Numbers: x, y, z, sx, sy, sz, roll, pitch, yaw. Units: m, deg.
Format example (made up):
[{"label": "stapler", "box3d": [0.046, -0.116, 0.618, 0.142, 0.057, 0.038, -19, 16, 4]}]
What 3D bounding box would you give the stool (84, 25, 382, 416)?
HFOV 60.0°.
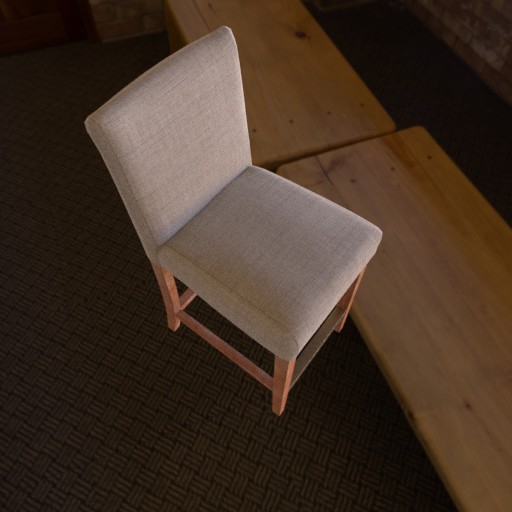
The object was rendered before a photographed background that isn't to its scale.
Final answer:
[{"label": "stool", "box3d": [0.000, 0.000, 1.307, 0.567, 1.039, 0.454, 33, 63, 19]}]
